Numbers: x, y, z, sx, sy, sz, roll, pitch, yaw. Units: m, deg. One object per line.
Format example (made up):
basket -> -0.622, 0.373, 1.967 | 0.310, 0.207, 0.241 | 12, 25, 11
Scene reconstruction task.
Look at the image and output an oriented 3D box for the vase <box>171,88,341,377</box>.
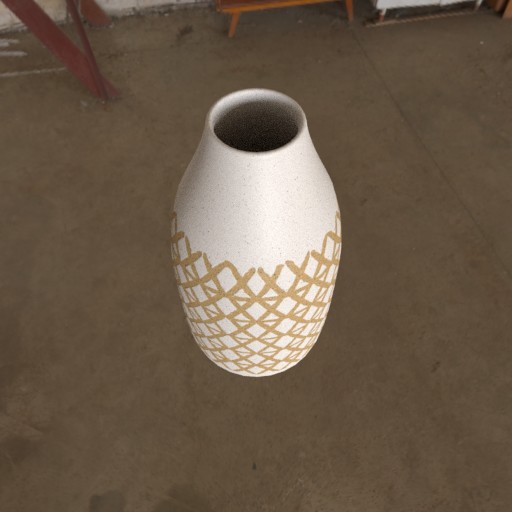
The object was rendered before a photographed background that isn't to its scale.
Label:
vase -> 0.000, 0.000, 0.491 | 0.186, 0.380, 0.186 | 0, 57, 0
